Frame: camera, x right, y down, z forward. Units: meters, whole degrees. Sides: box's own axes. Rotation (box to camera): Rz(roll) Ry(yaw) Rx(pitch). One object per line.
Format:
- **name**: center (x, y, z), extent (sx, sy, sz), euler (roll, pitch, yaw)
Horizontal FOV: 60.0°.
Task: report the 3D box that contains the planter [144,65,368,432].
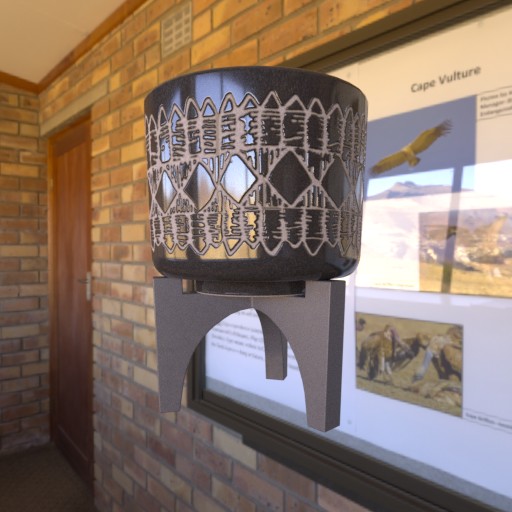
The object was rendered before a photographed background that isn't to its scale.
- **planter**: center (0.000, 0.000, 0.401), extent (0.196, 0.264, 0.196), euler (0, 1, 17)
